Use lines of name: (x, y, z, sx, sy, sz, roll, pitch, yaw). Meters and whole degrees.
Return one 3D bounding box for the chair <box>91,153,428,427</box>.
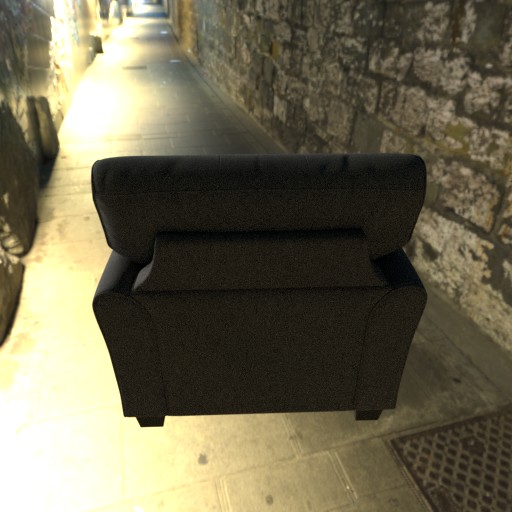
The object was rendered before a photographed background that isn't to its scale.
chair: (0.000, 0.000, 1.581, 0.941, 0.890, 0.816, -1, 31, -2)
